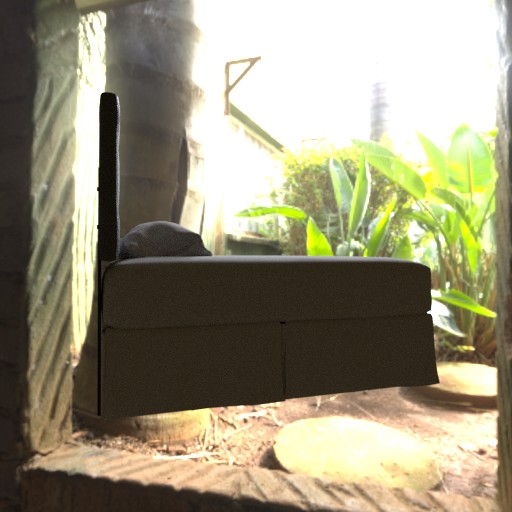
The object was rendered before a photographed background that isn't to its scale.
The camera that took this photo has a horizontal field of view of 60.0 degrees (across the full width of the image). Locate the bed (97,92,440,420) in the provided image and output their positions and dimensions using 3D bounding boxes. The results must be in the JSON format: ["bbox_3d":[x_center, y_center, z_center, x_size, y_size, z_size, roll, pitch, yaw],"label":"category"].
[{"bbox_3d":[0.000,0.000,2.962,1.997,1.571,1.261,0,0,-19],"label":"bed"}]
